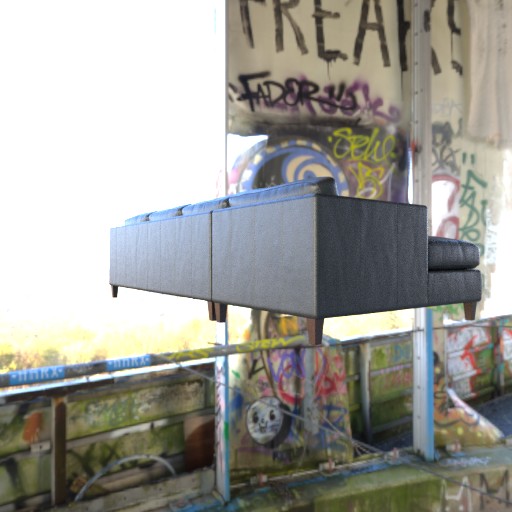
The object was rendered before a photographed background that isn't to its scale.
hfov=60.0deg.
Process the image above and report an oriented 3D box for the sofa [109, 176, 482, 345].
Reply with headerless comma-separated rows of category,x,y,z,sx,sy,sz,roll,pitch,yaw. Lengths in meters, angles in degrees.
sofa,0.000,0.000,3.891,1.581,0.883,3.203,0,0,-36
